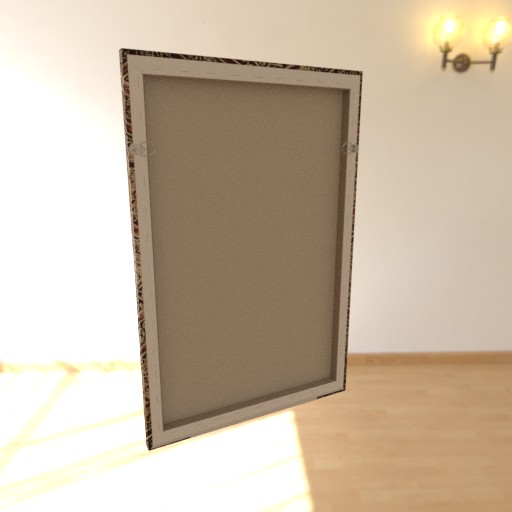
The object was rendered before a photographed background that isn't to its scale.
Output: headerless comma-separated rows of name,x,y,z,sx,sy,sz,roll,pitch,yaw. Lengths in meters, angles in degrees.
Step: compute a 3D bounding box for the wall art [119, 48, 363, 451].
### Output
wall art,0.000,0.000,0.736,0.397,0.599,0.020,-7,16,-26
